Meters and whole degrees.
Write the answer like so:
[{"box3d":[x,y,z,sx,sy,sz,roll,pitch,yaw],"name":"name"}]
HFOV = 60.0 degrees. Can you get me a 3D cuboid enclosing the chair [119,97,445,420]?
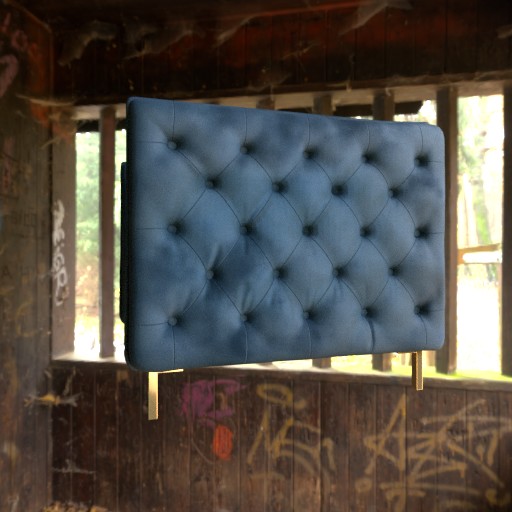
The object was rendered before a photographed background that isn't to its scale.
[{"box3d":[0.000,0.000,1.504,0.877,0.771,0.868,0,0,-18],"name":"chair"}]
